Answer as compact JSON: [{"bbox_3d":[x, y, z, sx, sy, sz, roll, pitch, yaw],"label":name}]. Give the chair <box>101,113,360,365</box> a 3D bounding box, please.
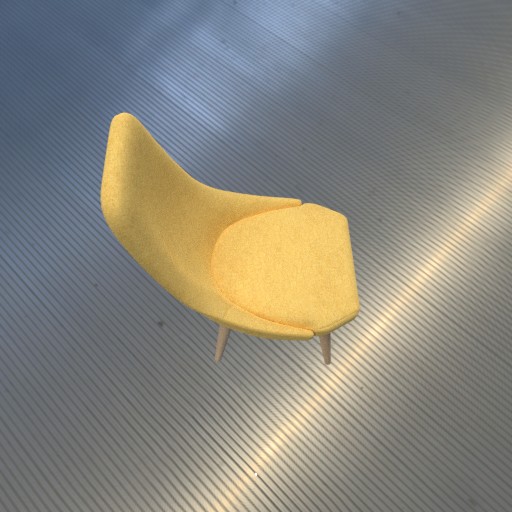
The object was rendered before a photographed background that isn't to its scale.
[{"bbox_3d":[0.000,0.000,1.428,0.660,1.040,0.510,-2,64,-1],"label":"chair"}]
